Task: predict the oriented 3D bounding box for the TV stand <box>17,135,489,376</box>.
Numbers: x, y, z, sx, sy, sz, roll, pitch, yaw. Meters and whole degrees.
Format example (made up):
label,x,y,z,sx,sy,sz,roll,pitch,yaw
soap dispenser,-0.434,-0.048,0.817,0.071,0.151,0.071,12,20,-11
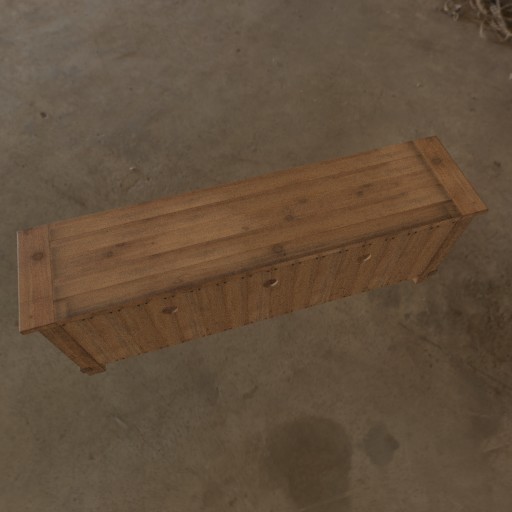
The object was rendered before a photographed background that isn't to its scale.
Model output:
label,x,y,z,sx,sy,sz,roll,pitch,yaw
TV stand,0.000,0.000,1.985,1.804,0.573,0.453,-14,60,-9
